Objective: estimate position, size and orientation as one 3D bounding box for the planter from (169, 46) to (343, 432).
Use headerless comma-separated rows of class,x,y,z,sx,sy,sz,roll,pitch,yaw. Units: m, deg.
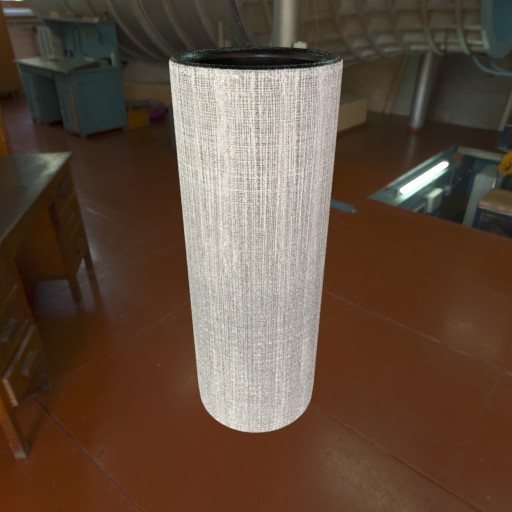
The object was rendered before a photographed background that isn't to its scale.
planter,0.000,0.000,0.325,0.100,0.270,0.100,-8,31,-13
